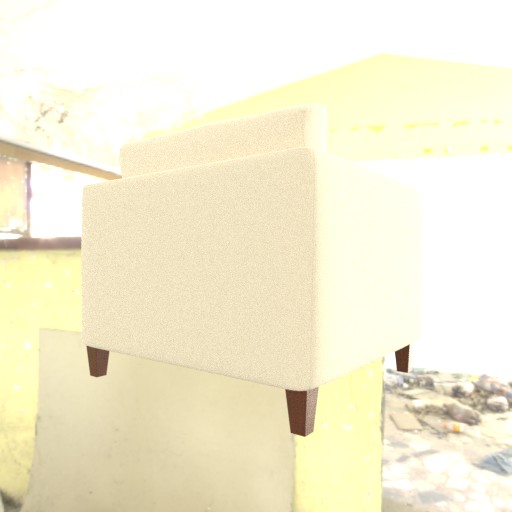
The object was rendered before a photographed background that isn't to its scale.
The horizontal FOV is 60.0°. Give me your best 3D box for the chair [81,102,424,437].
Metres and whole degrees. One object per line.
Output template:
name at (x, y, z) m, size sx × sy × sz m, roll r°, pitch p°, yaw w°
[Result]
chair at (0.000, 0.000, 1.675) m, size 1.019 × 0.885 × 0.878 m, roll 0°, pitch 0°, yaw 37°
